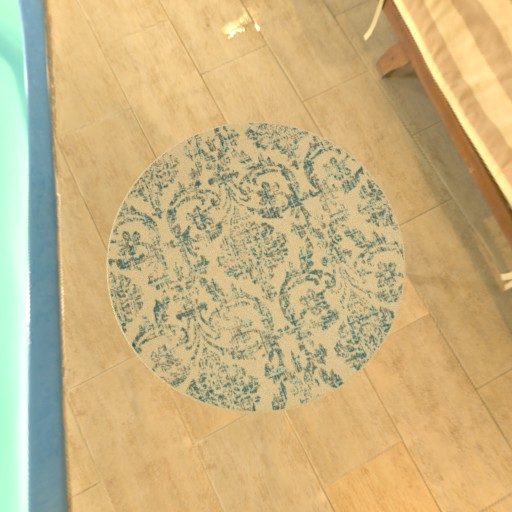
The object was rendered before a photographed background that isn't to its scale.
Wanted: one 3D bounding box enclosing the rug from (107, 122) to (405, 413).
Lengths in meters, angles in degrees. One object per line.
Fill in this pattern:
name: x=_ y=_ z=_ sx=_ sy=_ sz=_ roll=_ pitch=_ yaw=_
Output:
rug: x=0.000 y=0.000 z=2.371 sx=1.593 sy=0.012 sz=1.593 roll=0 pitch=77 yaw=0
